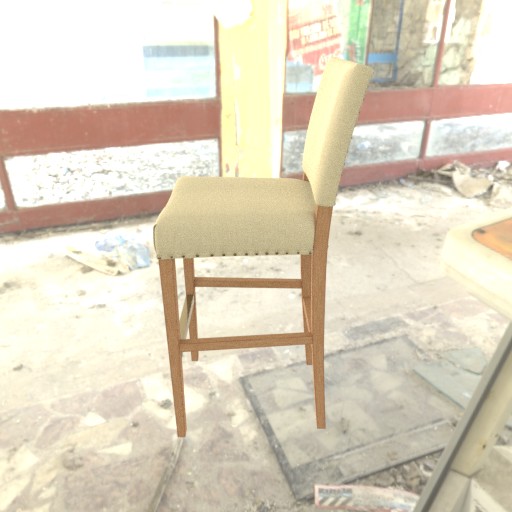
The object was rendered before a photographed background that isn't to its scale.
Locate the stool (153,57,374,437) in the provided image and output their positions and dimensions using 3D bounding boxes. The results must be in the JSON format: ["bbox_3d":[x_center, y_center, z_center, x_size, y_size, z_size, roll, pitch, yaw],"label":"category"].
[{"bbox_3d":[0.000,0.000,1.412,0.546,1.143,0.428,0,27,0],"label":"stool"}]
